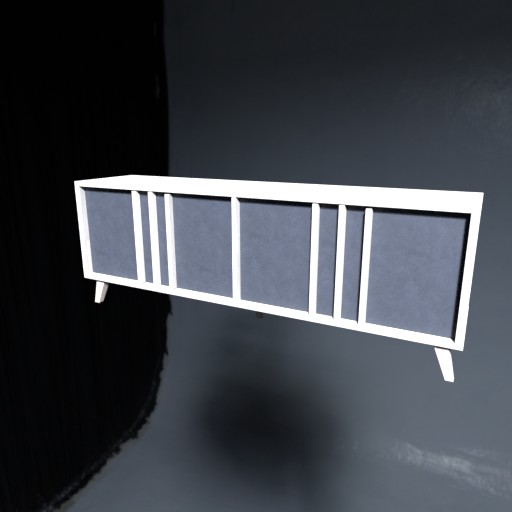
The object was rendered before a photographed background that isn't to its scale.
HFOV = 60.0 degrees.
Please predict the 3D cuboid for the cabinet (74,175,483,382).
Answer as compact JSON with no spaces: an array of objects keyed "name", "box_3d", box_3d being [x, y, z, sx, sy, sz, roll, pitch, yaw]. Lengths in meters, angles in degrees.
[{"name":"cabinet","box_3d":[0.000,0.000,2.496,2.198,0.779,0.499,8,17,26]}]
